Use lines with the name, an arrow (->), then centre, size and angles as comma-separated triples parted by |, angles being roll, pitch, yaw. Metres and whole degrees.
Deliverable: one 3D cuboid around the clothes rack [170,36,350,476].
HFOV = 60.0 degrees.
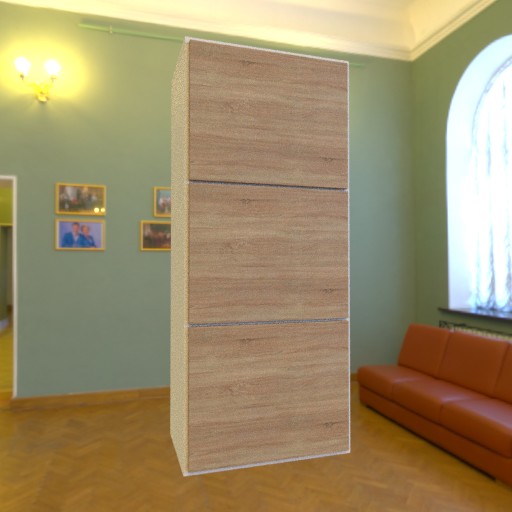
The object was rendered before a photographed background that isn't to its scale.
clothes rack -> 0.000, 0.000, 1.413 | 0.500, 1.187, 0.331 | 0, -1, -17
